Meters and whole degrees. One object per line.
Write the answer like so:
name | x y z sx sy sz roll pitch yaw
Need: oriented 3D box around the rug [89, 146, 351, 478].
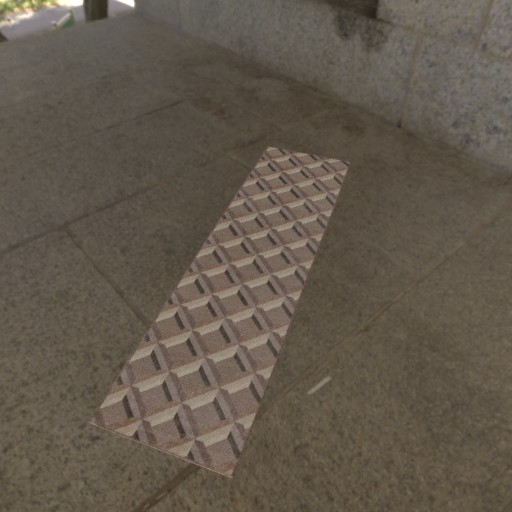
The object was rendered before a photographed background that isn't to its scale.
rug | 0.000 0.000 2.667 0.685 0.013 2.437 14 46 14
